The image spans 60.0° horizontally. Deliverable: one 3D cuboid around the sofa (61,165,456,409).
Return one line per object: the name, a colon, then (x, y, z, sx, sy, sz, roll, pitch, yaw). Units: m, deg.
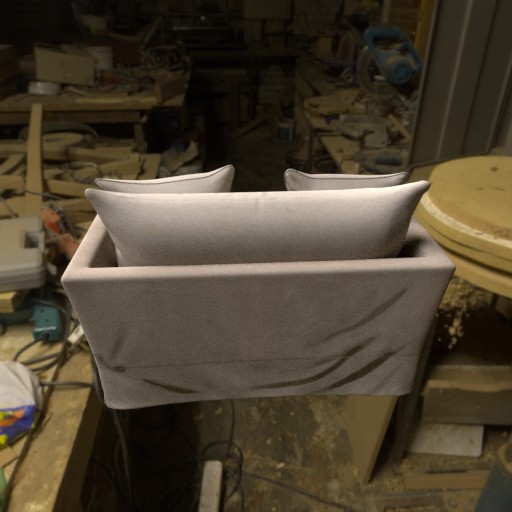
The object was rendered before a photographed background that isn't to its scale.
sofa: (0.000, 0.000, 2.301, 1.608, 1.040, 1.035, -2, 31, -3)
